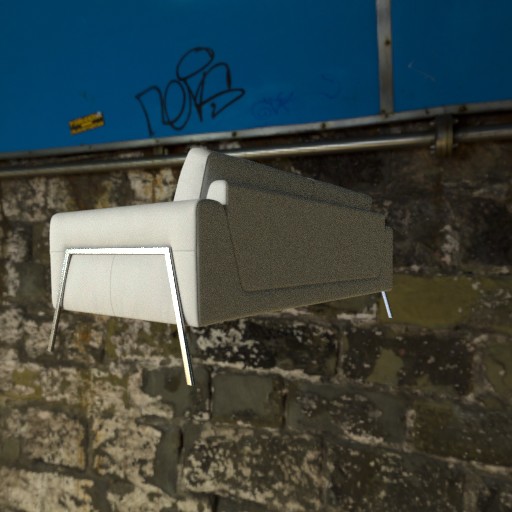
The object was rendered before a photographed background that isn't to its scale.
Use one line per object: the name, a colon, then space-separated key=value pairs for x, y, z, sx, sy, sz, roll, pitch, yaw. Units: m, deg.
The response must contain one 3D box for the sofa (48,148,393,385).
sofa: x=0.000 y=0.000 z=2.591 sx=0.953 sy=0.875 sz=2.017 roll=0 pitch=0 yaw=36
